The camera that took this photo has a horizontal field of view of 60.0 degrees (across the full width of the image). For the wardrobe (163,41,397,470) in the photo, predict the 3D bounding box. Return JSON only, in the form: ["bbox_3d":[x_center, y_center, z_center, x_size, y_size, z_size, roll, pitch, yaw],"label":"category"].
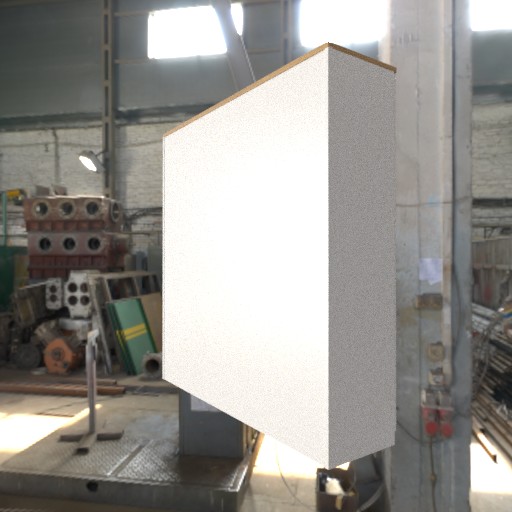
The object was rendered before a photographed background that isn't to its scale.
[{"bbox_3d":[0.000,0.000,3.388,0.590,2.260,2.160,0,0,-35],"label":"wardrobe"}]
